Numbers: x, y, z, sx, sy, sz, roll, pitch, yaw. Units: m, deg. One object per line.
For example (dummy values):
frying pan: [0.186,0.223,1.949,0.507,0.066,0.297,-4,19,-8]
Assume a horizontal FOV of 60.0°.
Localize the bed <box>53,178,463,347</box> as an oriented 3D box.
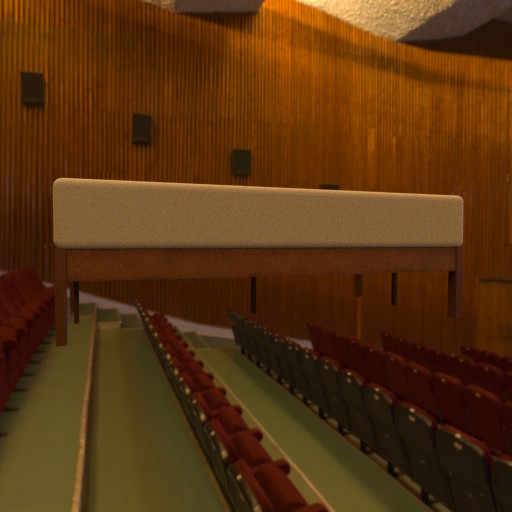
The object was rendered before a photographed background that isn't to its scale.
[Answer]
bed: [0.000,0.000,2.379,1.902,0.616,0.961,-1,2,-20]
